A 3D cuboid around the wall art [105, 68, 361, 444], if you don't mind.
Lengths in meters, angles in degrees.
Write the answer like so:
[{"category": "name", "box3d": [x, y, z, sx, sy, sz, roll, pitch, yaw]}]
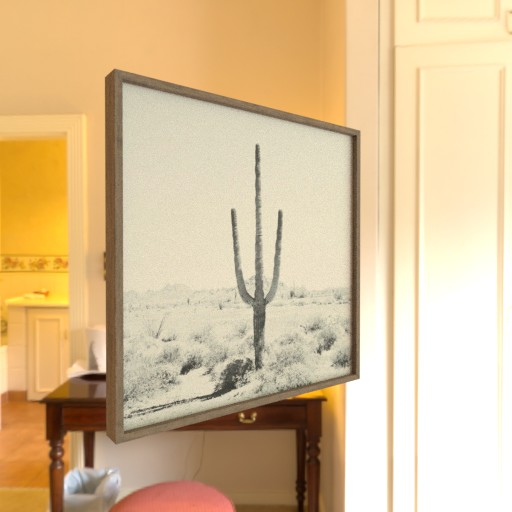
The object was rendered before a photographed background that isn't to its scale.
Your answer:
[{"category": "wall art", "box3d": [0.000, 0.000, 0.768, 0.508, 0.508, 0.038, -1, 1, -37]}]
